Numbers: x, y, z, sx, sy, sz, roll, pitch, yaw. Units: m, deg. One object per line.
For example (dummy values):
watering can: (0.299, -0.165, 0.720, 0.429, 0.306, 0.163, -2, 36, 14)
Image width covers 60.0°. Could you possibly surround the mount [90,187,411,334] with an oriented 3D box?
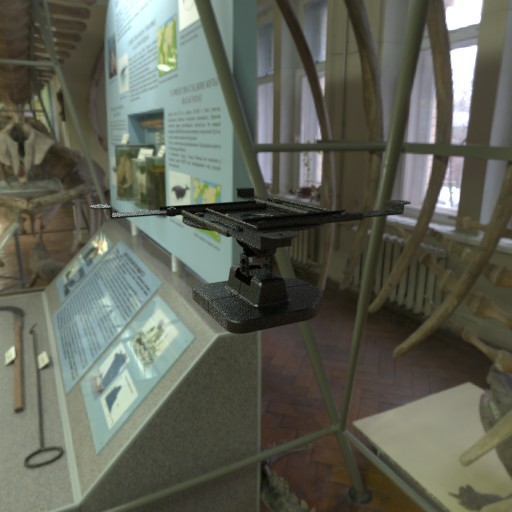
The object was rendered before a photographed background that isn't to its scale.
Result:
mount: (0.000, 0.000, 0.597, 0.394, 0.141, 0.394, -7, 16, -26)
